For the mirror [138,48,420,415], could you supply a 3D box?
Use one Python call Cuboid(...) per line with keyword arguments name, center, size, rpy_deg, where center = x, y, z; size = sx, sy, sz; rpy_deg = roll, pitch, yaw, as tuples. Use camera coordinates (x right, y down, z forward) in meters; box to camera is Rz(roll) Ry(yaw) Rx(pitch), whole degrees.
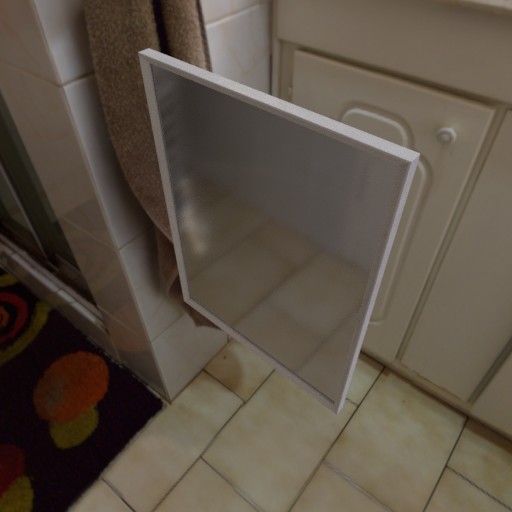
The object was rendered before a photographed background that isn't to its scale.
Cuboid(name="mirror", center=(0.000, 0.000, 1.335), size=(0.762, 1.016, 0.041), rpy_deg=(32, 53, 27))
